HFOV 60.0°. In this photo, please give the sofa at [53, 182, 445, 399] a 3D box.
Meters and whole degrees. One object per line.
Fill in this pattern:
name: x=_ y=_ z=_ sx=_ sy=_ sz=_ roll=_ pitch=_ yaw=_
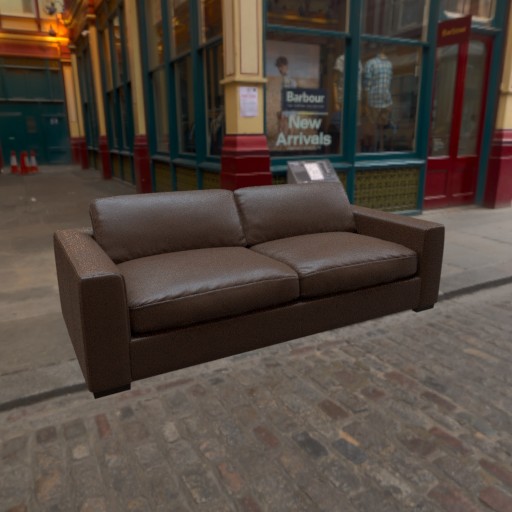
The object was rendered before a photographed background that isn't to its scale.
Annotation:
sofa: x=0.000 y=0.000 z=2.820 sx=2.262 sy=0.801 sz=1.070 roll=-9 pitch=18 yaw=-28
